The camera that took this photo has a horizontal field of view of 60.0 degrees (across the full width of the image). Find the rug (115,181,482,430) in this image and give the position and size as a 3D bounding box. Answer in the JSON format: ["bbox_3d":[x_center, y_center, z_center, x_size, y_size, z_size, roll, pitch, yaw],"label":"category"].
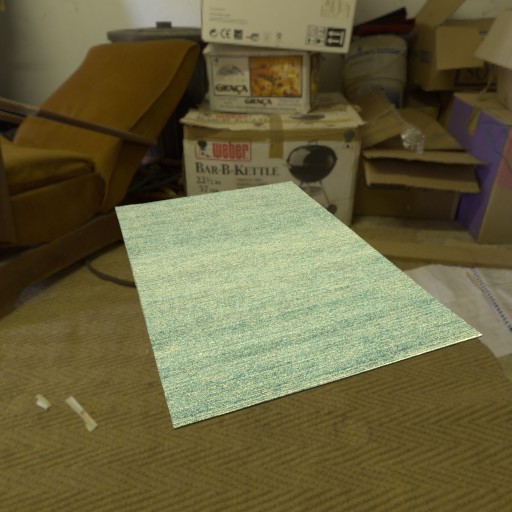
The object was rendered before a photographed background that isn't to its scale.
[{"bbox_3d":[0.000,0.000,5.172,2.802,0.052,4.078,-11,32,-18],"label":"rug"}]
